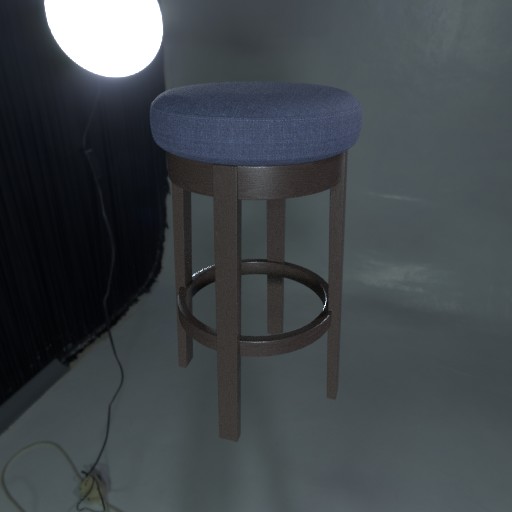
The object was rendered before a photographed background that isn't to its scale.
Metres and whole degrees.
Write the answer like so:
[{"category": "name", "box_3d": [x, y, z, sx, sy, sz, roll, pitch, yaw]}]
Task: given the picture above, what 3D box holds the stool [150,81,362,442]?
[{"category": "stool", "box_3d": [0.000, 0.000, 1.058, 0.446, 0.758, 0.446, 0, 27, 0]}]
